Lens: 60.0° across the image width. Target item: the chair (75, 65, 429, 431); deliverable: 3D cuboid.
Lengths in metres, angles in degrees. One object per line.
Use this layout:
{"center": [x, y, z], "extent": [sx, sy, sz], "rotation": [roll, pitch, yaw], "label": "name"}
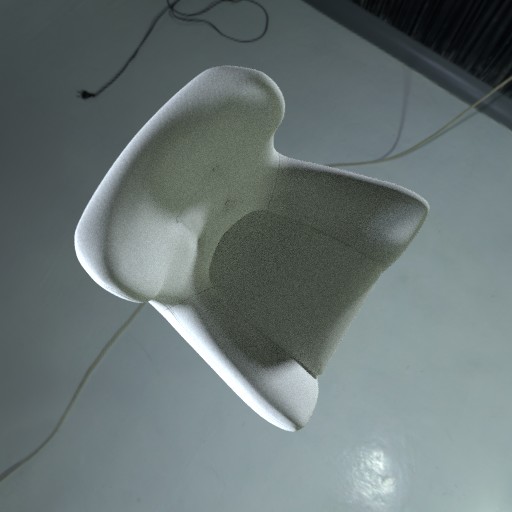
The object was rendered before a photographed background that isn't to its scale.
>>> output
{"center": [0.000, 0.000, 1.616], "extent": [0.889, 0.889, 0.890], "rotation": [32, 76, 9], "label": "chair"}
